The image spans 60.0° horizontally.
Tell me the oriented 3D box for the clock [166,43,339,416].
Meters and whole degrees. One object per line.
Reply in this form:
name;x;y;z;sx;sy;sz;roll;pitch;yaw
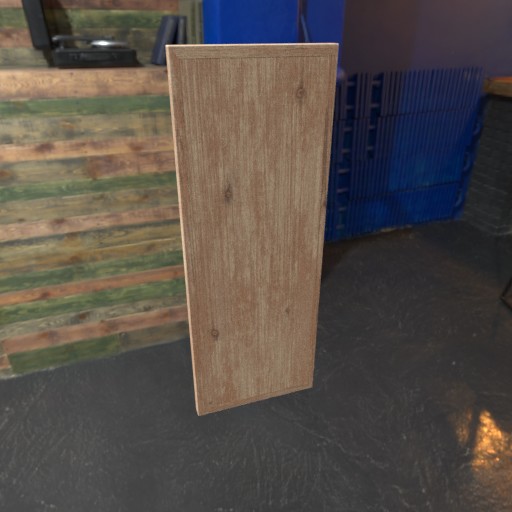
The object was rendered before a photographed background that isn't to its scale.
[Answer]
clock;0.000;0.000;1.119;0.361;0.965;0.030;-9;29;-17
